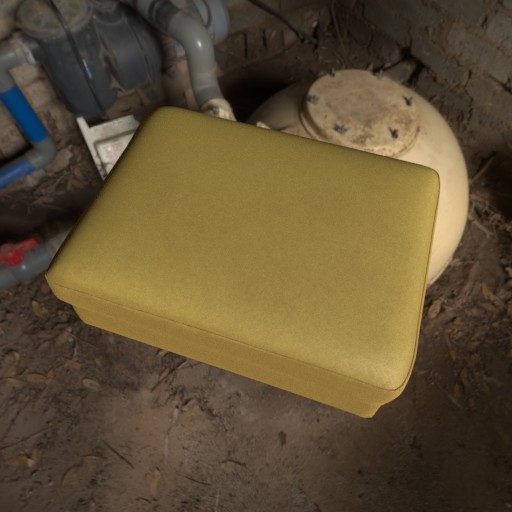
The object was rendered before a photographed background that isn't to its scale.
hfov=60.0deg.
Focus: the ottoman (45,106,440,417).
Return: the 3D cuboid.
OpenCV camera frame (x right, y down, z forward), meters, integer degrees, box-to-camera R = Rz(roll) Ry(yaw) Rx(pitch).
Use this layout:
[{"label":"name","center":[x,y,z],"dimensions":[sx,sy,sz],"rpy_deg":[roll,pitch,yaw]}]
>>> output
[{"label":"ottoman","center":[0.000,0.000,1.162],"dimensions":[0.811,0.449,0.608],"rpy_deg":[16,60,10]}]
